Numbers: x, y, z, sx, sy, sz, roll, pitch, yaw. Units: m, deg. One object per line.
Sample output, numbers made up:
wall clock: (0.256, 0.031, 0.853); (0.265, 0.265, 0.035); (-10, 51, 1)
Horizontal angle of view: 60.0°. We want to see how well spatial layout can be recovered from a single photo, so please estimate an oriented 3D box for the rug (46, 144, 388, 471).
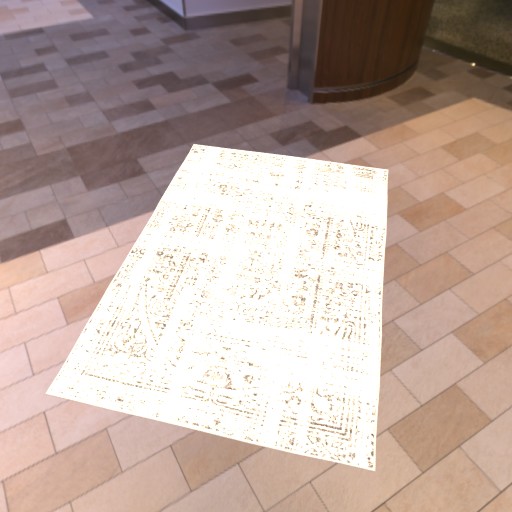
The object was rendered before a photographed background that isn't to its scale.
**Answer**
rug: (0.000, 0.000, 2.996); (1.706, 0.026, 2.438); (10, 47, 9)
